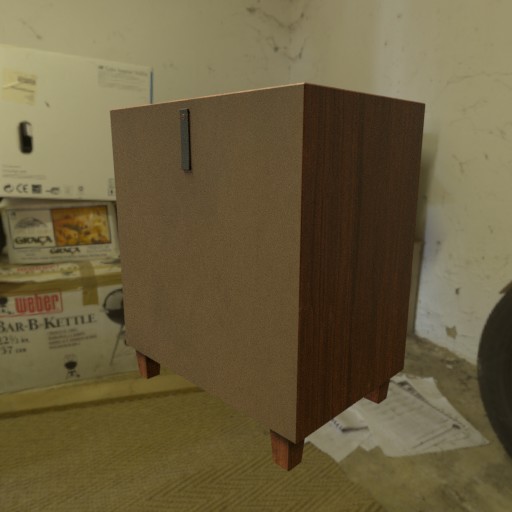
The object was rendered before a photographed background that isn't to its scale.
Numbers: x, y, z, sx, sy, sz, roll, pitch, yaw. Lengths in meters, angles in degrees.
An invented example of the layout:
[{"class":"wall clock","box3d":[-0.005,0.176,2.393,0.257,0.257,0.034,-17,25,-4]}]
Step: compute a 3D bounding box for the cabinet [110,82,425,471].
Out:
[{"class":"cabinet","box3d":[0.000,0.000,1.083,0.410,0.695,0.607,-13,18,-43]}]
